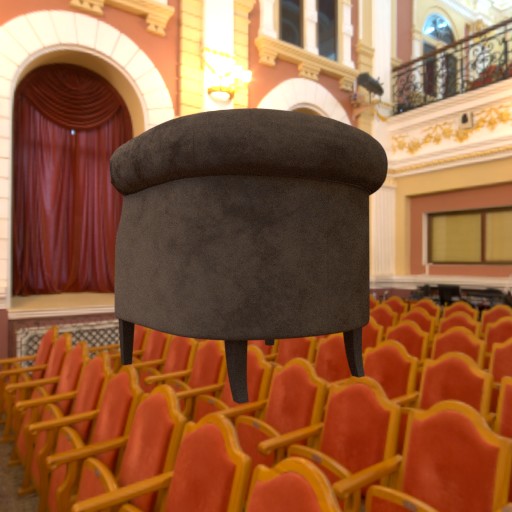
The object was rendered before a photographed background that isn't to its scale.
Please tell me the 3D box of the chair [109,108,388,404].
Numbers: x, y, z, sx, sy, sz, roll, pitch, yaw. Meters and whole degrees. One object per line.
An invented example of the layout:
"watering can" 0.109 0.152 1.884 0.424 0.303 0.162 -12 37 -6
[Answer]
"chair" 0.000 0.000 1.603 0.904 0.826 0.851 1 -1 -35
